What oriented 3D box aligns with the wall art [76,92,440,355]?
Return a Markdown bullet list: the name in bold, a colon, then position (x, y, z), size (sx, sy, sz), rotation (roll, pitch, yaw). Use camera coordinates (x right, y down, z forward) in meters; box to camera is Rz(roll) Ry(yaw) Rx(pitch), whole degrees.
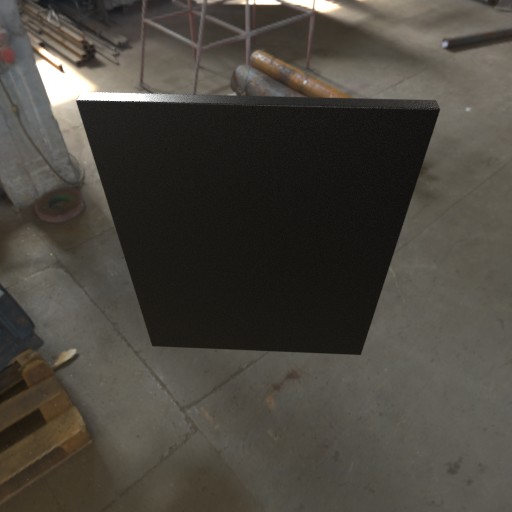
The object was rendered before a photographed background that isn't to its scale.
- **wall art**: position (0.000, 0.000, 1.601), size (0.950, 1.194, 0.053), rotation (2, 46, 2)
